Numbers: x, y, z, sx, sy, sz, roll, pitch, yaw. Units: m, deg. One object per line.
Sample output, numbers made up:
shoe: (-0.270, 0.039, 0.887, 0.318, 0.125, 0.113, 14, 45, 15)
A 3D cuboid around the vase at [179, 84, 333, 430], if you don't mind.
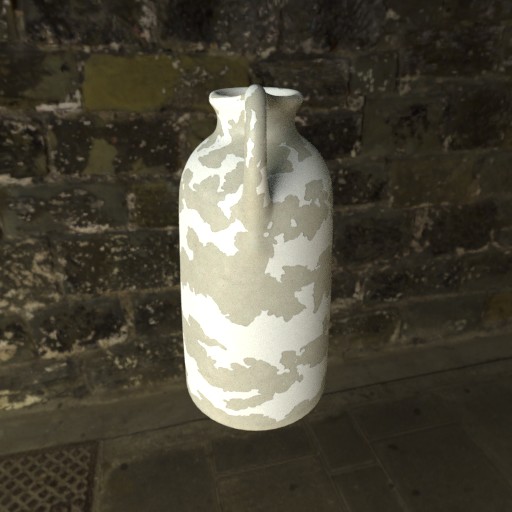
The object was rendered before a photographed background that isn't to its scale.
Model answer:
vase: (0.000, 0.000, 0.508, 0.186, 0.382, 0.203, 0, 27, 0)
